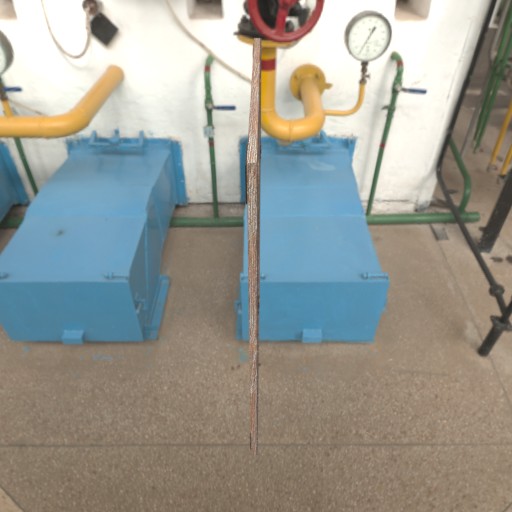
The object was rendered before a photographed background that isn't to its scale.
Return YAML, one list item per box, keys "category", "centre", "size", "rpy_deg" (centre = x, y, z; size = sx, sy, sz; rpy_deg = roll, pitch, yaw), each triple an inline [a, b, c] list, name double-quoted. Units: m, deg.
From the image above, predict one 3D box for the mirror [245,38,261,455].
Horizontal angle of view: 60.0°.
- category: "mirror"
  centre: [0.000, 0.000, 1.293]
  size: [0.025, 0.996, 0.705]
  rpy_deg: [1, 41, 1]
